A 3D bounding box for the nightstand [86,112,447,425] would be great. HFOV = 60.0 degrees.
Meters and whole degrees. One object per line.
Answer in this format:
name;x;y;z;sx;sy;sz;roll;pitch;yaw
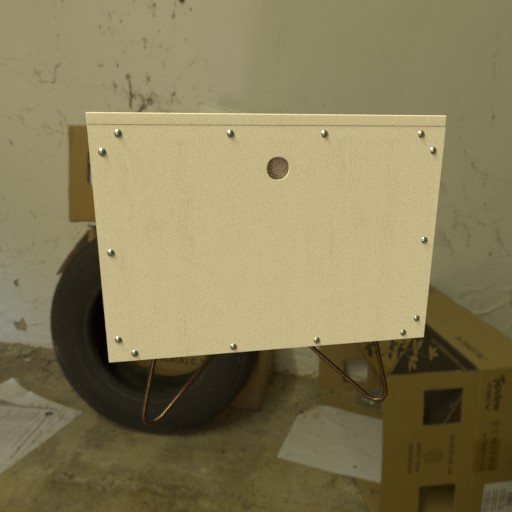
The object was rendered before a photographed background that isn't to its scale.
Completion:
nightstand;0.000;0.000;1.025;0.614;0.604;0.447;-3;15;-10
